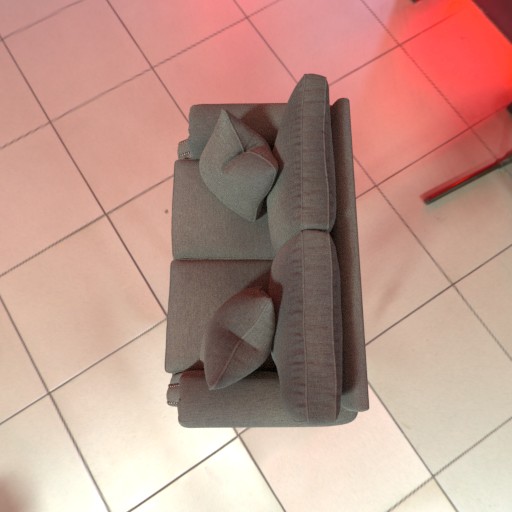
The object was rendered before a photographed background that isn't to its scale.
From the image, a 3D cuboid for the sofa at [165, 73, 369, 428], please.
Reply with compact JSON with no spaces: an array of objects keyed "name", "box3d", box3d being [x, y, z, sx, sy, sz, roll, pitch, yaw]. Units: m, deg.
[{"name":"sofa","box3d":[0.000,0.000,2.363,0.966,0.966,1.701,0,75,0]}]
